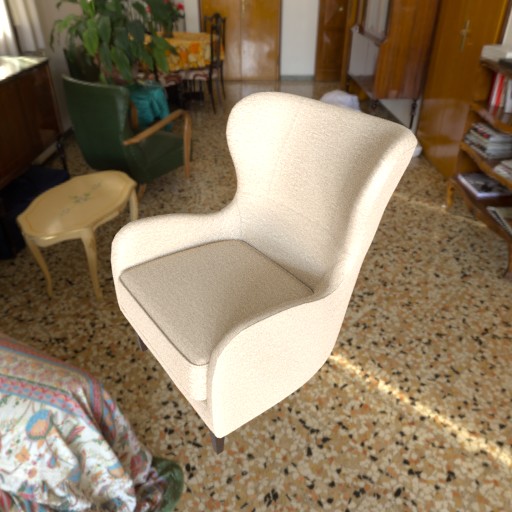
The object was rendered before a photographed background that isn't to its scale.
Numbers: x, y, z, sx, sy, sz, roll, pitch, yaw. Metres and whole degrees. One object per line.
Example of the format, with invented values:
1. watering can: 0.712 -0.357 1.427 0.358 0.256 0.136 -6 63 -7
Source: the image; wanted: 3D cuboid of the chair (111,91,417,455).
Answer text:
1. chair: 0.000 0.000 1.793 0.984 1.064 0.861 -22 38 -30
